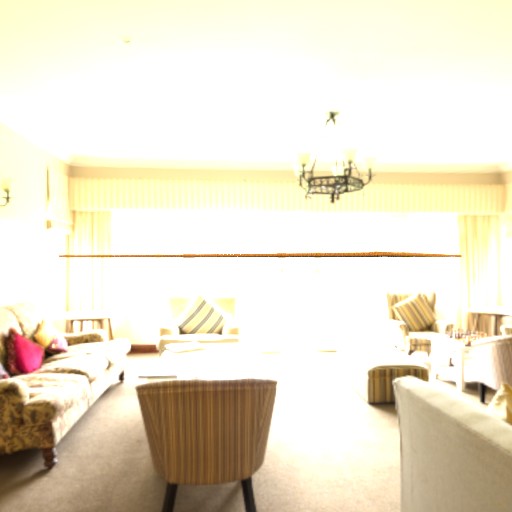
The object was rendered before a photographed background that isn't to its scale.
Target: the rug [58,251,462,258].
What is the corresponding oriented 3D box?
[{"bbox_3d":[0.000,0.000,2.407,1.840,0.015,1.225,0,-1,36],"label":"rug"}]
